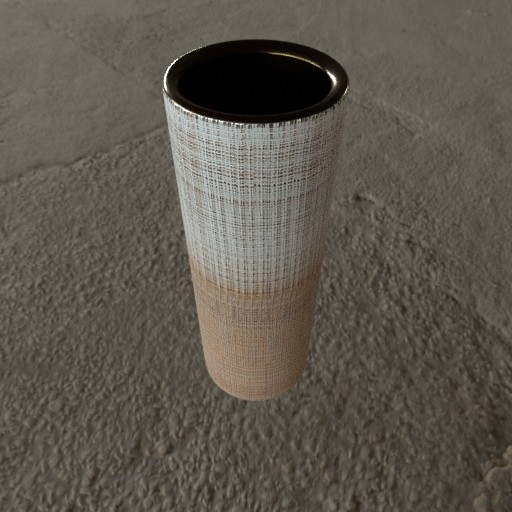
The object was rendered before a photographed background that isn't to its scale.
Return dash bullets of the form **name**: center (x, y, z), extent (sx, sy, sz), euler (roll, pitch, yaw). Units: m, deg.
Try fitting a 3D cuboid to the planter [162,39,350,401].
- **planter**: center (0.000, 0.000, 0.333), extent (0.099, 0.278, 0.099), euler (-30, 53, -26)
